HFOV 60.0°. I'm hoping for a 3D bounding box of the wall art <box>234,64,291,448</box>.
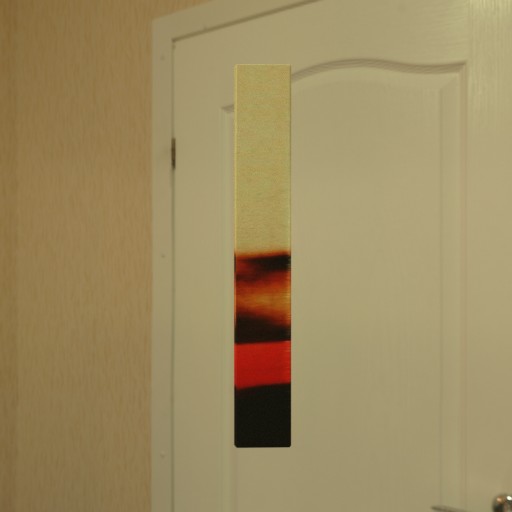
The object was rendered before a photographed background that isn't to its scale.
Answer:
[{"bbox_3d":[0.000,0.000,0.481,0.037,0.251,0.383,0,0,-1],"label":"wall art"}]
